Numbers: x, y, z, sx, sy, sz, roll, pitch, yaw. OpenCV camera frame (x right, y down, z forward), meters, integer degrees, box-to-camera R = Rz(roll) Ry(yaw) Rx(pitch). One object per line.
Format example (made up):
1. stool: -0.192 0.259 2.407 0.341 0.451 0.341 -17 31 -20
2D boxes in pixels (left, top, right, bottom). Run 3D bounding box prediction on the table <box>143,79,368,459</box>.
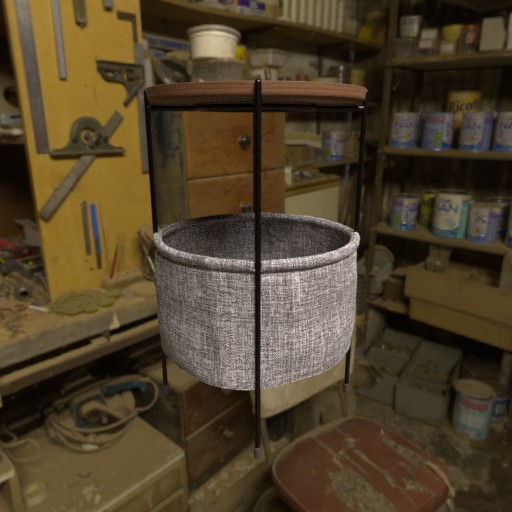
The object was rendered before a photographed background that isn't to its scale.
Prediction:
1. table: 0.000 0.000 0.885 0.400 0.623 0.400 16 23 42
